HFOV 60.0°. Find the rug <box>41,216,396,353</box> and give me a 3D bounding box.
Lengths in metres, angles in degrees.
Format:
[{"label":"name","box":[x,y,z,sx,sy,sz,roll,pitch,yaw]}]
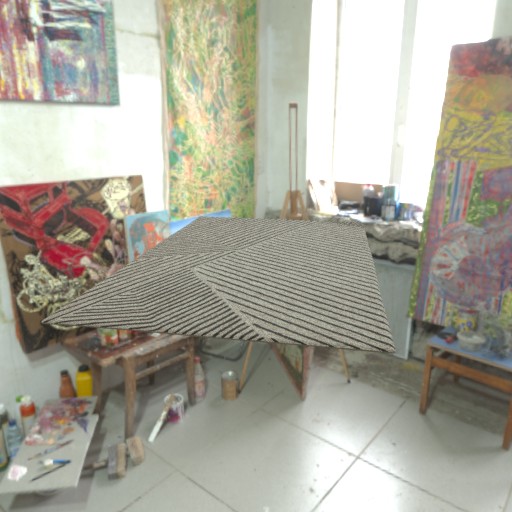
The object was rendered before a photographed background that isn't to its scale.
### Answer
[{"label":"rug","box":[0.000,0.000,2.988,1.539,0.023,2.406,3,17,10]}]
